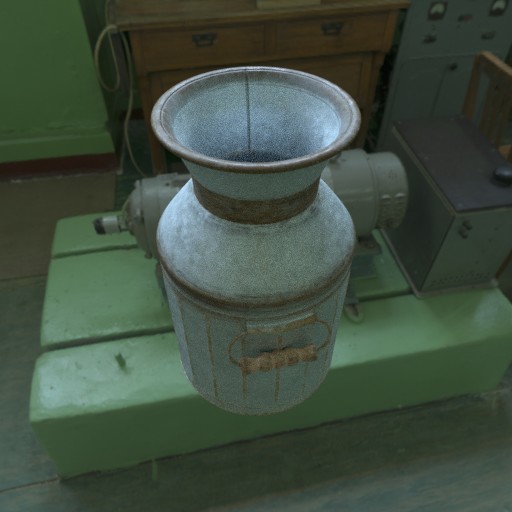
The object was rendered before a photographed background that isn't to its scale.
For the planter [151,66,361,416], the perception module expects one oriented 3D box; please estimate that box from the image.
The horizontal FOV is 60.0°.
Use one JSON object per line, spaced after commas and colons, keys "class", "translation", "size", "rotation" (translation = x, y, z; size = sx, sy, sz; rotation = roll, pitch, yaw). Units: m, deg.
{"class": "planter", "translation": [0.000, 0.000, 0.503], "size": [0.215, 0.358, 0.248], "rotation": [-9, 46, -9]}
